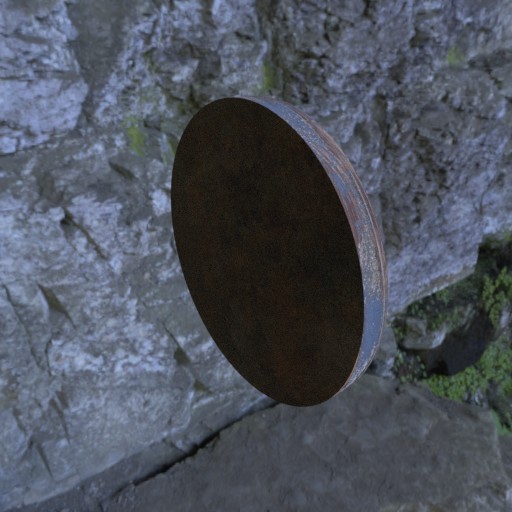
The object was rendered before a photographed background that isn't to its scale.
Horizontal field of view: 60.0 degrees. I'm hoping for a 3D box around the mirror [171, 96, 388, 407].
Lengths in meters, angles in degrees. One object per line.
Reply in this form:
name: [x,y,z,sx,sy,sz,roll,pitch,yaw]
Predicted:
mirror: [0.000,0.000,0.860,0.061,0.585,0.585,-18,31,-33]
